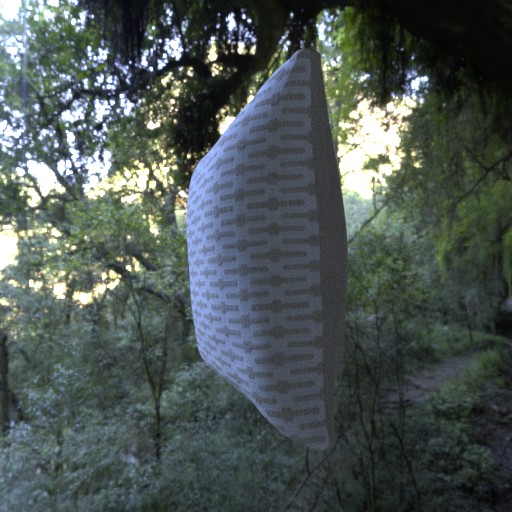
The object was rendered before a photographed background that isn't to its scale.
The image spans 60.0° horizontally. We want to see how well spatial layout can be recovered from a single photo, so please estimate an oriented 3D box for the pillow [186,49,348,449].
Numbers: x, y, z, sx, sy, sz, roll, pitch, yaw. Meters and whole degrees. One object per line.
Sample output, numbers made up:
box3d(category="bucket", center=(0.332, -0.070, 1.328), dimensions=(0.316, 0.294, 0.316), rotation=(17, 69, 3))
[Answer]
box3d(category="pillow", center=(0.000, 0.000, 0.768), dimensions=(0.219, 0.491, 0.496), rotation=(1, -3, -18))
